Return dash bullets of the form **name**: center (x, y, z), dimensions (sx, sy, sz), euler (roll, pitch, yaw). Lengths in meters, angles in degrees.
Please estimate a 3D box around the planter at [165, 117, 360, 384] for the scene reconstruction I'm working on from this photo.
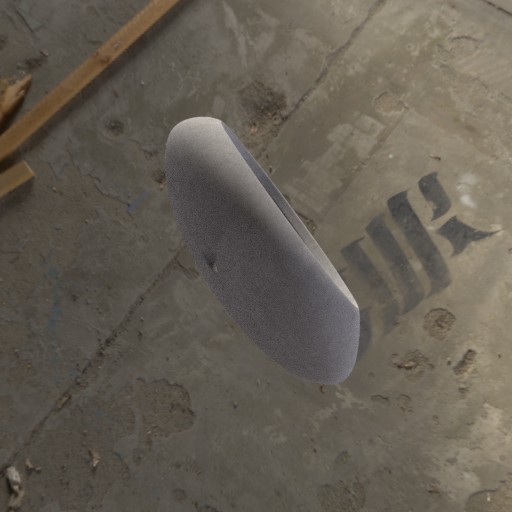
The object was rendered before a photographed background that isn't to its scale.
- **planter**: center (0.000, 0.000, 0.285), dimensions (0.071, 0.188, 0.185), euler (-33, 78, -8)
